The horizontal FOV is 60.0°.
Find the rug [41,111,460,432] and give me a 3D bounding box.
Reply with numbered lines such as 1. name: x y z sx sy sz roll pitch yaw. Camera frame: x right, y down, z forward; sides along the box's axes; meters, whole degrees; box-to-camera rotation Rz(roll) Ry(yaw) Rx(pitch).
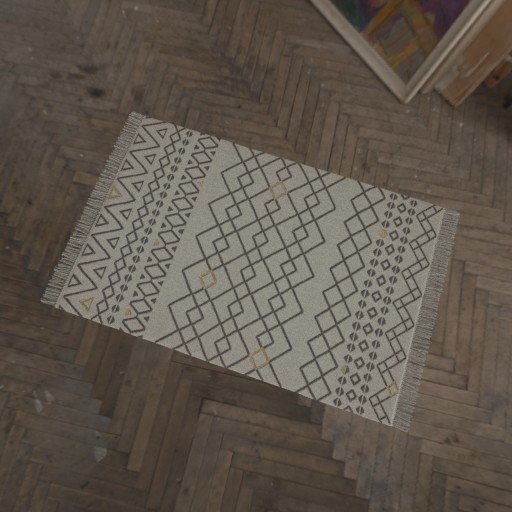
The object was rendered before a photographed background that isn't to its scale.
1. rug: 0.000 0.000 2.957 2.472 0.035 1.495 18 75 5
